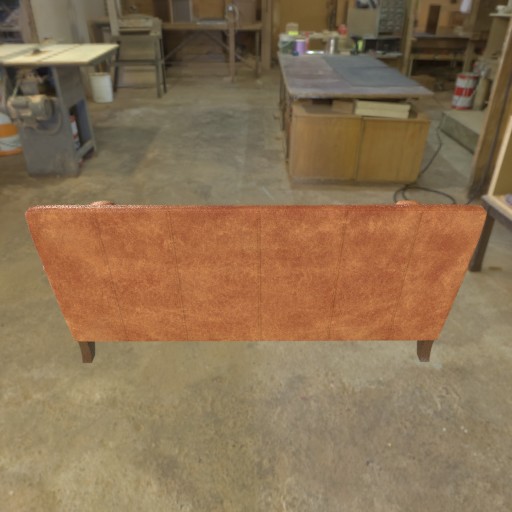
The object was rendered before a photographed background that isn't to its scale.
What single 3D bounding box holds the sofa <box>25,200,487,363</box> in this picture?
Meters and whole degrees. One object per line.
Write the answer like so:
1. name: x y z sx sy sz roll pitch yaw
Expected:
1. sofa: 0.000 0.000 2.513 2.053 0.947 0.805 0 31 0
